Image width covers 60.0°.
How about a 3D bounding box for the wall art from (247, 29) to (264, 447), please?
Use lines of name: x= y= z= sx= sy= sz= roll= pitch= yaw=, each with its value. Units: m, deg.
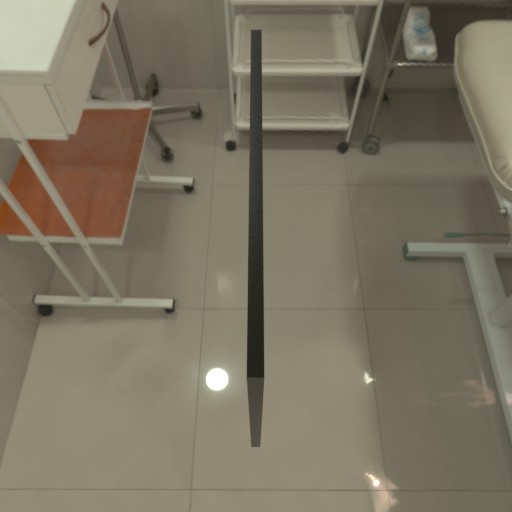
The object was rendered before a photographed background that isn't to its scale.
wall art: x=0.000 y=0.000 z=0.532 sx=0.012 sy=0.332 sz=0.383 roll=0 pitch=59 yaw=0
